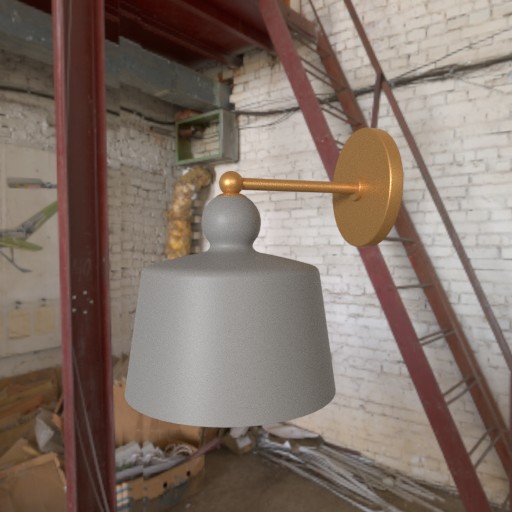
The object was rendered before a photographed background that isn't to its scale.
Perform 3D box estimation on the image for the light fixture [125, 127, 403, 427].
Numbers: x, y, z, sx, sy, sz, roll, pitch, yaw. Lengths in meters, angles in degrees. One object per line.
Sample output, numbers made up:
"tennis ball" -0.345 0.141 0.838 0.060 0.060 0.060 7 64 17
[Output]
"light fixture" 0.000 0.000 0.444 0.254 0.268 0.204 0 1 -16
